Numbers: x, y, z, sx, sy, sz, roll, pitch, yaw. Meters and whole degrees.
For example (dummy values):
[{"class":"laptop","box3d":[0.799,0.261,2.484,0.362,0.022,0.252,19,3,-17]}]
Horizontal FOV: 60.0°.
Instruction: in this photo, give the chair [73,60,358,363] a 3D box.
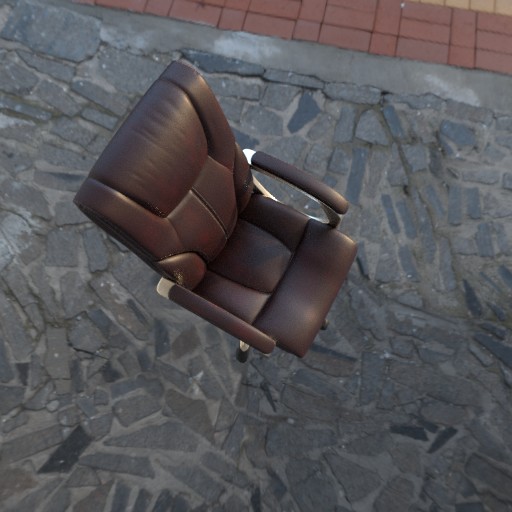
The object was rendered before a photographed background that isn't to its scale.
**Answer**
[{"class":"chair","box3d":[0.000,0.000,1.534,0.739,1.107,0.662,28,76,8]}]
